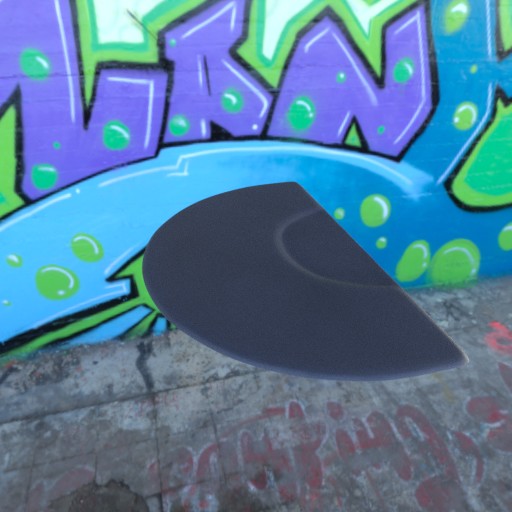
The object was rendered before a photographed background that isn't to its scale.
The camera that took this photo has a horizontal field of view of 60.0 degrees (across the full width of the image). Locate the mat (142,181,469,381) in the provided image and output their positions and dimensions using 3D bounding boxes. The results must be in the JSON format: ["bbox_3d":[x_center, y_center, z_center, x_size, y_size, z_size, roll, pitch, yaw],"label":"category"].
[{"bbox_3d":[0.000,0.000,1.825,0.917,0.016,1.525,-8,32,-13],"label":"mat"}]
